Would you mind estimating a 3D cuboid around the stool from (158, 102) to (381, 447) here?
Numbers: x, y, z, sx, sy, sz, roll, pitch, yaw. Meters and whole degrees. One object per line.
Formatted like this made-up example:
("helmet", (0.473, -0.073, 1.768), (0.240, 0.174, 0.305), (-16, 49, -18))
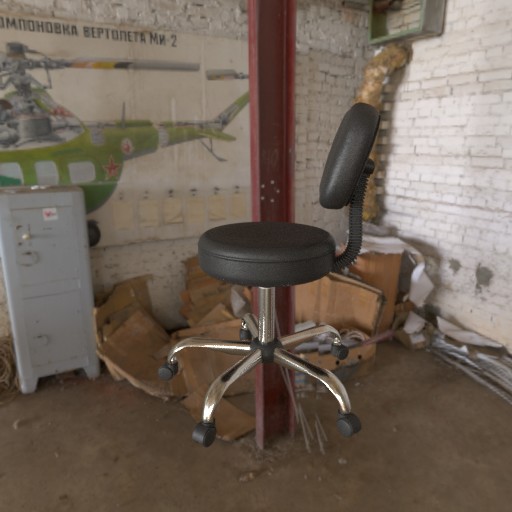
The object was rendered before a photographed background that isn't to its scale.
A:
("stool", (0.000, 0.000, 1.331), (0.648, 0.862, 0.673), (2, 15, 7))
